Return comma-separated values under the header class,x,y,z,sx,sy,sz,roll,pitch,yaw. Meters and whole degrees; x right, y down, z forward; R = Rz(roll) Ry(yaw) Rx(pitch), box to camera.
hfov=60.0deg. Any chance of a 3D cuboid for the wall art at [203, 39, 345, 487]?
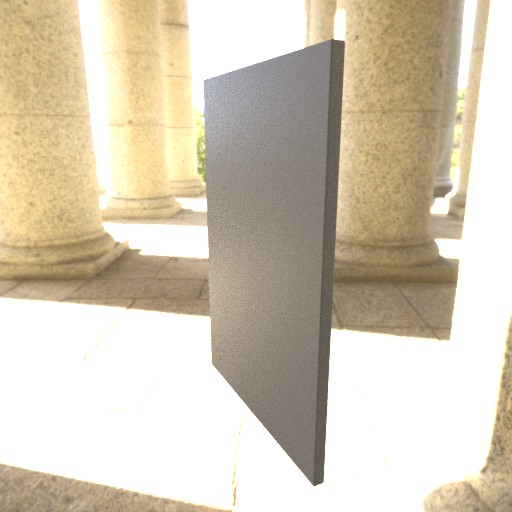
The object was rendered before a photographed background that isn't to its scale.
class,x,y,z,sx,sy,sz,roll,pitch,yaw
wall art,0.000,0.000,1.016,0.026,0.813,0.556,-7,17,-26
